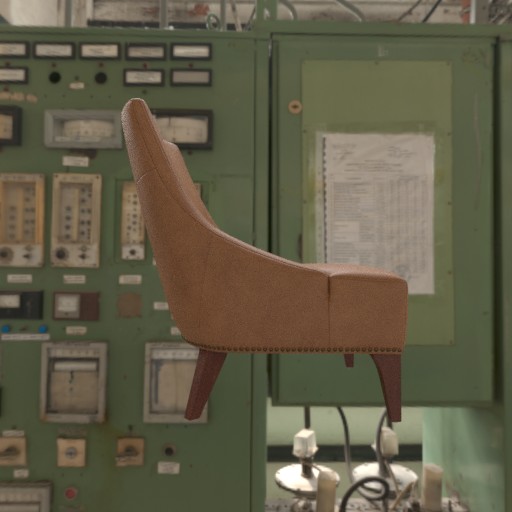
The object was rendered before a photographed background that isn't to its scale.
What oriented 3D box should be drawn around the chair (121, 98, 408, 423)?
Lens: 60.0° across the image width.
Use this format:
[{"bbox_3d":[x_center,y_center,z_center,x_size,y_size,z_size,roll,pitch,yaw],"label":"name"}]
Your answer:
[{"bbox_3d":[0.000,0.000,1.522,0.861,0.909,0.701,0,-1,1],"label":"chair"}]
